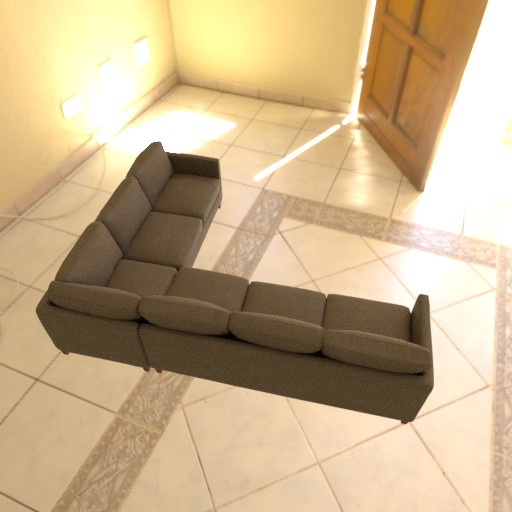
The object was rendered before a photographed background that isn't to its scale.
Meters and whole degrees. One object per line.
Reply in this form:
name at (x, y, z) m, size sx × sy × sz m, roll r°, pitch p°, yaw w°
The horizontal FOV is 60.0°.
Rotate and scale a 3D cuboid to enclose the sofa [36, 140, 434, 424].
sofa at (0.000, 0.000, 4.519) m, size 3.302 × 0.947 × 2.593 m, roll 9°, pitch 47°, yaw 9°
